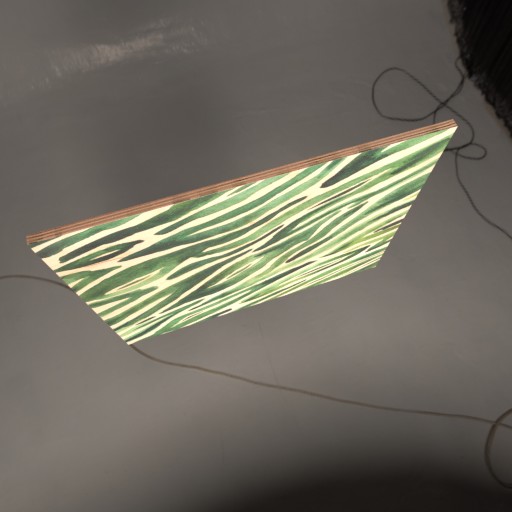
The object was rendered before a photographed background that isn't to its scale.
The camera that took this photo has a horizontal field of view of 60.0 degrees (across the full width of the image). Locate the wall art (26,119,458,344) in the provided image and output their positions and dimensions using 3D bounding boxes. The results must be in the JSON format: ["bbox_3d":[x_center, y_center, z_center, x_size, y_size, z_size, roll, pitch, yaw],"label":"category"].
[{"bbox_3d":[0.000,0.000,0.684,0.508,0.408,0.012,-17,65,-8],"label":"wall art"}]
